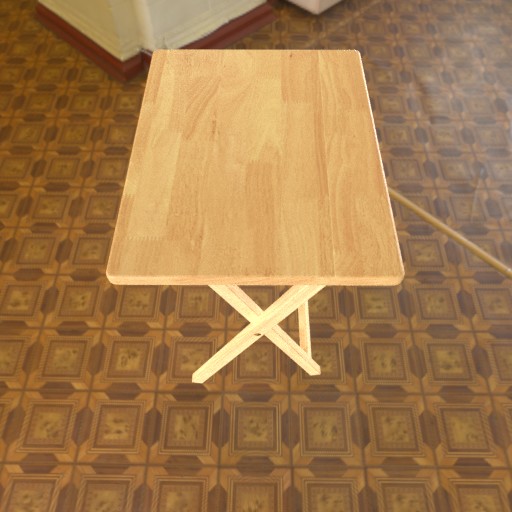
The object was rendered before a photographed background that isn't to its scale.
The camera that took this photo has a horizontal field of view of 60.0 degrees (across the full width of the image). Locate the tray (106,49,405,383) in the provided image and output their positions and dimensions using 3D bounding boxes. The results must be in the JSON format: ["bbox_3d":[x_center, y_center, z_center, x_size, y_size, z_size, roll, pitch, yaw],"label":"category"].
[{"bbox_3d":[0.000,0.000,0.964,0.381,0.660,0.483,0,58,0],"label":"tray"}]
